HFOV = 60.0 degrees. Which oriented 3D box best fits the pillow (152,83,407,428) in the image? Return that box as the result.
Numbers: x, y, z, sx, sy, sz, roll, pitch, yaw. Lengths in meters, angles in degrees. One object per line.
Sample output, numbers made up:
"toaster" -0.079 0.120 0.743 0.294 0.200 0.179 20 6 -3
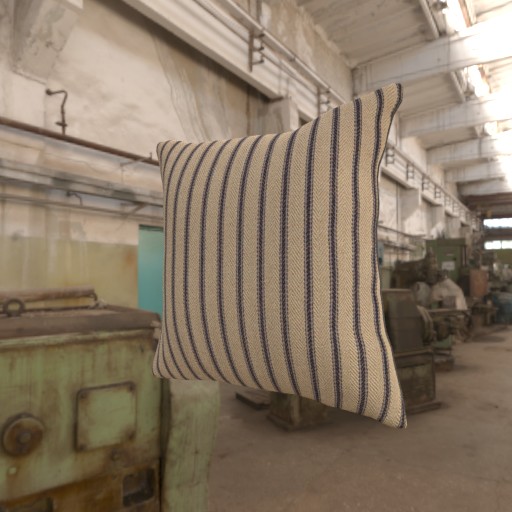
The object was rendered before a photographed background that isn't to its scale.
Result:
"pillow" 0.000 0.000 0.701 0.468 0.444 0.138 -1 -2 35
